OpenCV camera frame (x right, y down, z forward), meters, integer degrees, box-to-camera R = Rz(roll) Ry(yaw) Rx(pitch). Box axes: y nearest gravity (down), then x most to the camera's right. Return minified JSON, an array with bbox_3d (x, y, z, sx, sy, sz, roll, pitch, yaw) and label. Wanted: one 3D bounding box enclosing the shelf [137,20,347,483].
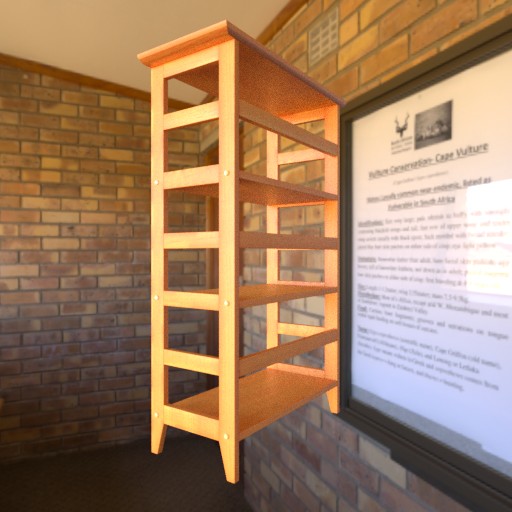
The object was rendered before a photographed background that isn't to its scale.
[{"bbox_3d":[0.000,0.000,1.357,0.305,1.067,0.660,0,0,35],"label":"shelf"}]
